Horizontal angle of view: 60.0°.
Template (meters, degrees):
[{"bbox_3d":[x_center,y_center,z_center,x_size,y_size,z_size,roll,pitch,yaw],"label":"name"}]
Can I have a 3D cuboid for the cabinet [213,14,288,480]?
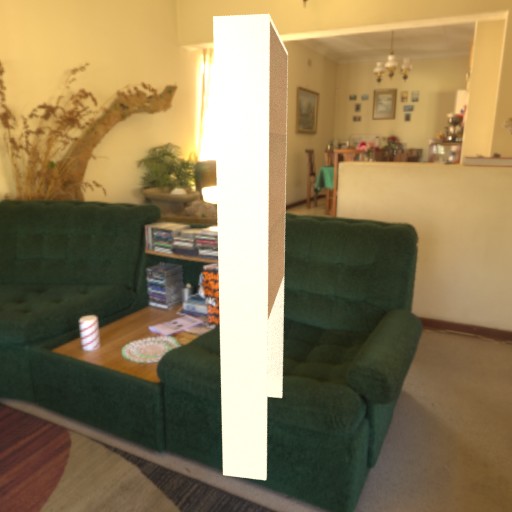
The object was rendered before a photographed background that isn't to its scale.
[{"bbox_3d":[0.000,0.000,1.961,0.192,1.770,0.643,2,15,9],"label":"cabinet"}]
